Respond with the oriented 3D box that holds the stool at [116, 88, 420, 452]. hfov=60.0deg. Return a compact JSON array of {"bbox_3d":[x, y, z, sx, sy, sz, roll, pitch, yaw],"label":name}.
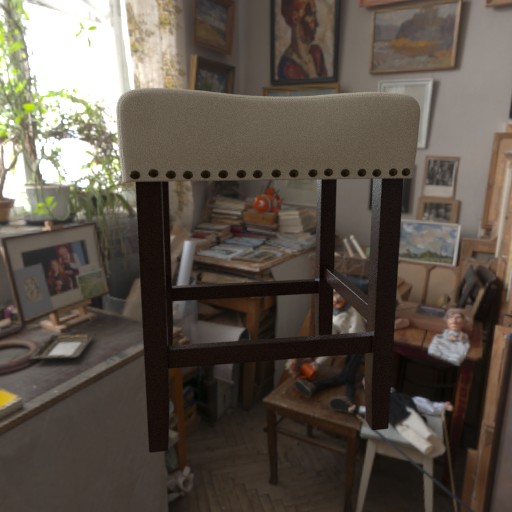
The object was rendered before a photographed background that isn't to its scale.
[{"bbox_3d":[0.000,0.000,0.916,0.471,0.609,0.401,-2,14,-9],"label":"stool"}]
